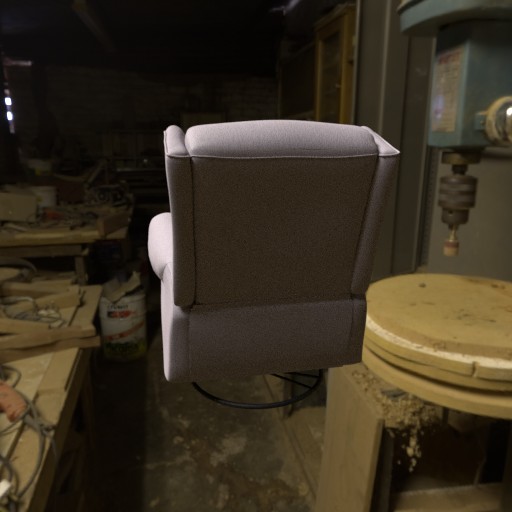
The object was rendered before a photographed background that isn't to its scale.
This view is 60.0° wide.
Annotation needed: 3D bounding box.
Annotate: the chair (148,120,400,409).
[{"bbox_3d":[0.000,0.000,1.770,0.847,1.011,0.969,-3,15,-11],"label":"chair"}]
